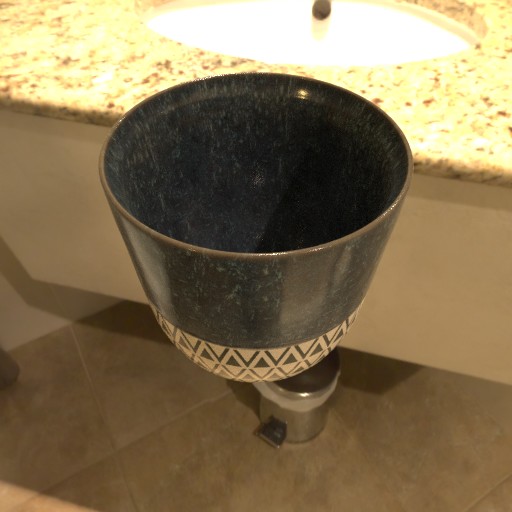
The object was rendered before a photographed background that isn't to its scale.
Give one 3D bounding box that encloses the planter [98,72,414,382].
[{"bbox_3d":[0.000,0.000,0.360,0.195,0.214,0.195,0,48,0],"label":"planter"}]
